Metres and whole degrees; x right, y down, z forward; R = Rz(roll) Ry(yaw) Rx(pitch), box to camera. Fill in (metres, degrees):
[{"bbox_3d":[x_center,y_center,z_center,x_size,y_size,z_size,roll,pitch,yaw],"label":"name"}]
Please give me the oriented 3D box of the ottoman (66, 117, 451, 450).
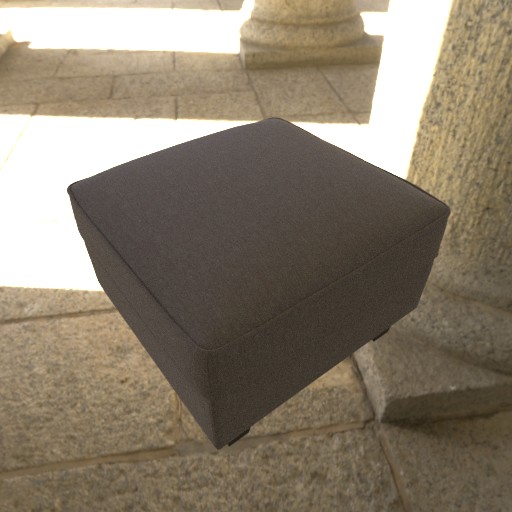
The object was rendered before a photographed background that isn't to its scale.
[{"bbox_3d":[0.000,0.000,1.421,0.871,0.612,0.808,-27,47,-27],"label":"ottoman"}]
